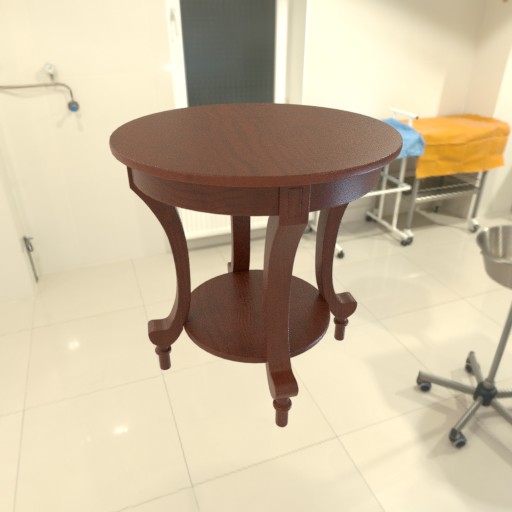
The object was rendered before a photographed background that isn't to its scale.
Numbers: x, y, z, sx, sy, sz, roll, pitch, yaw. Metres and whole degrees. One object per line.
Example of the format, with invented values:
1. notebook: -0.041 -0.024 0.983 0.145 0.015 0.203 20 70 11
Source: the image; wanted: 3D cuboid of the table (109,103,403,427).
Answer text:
1. table: 0.000 0.000 1.085 0.597 0.612 0.597 0 29 0
